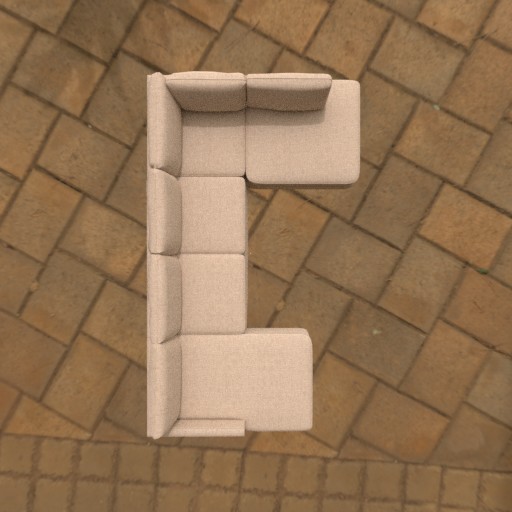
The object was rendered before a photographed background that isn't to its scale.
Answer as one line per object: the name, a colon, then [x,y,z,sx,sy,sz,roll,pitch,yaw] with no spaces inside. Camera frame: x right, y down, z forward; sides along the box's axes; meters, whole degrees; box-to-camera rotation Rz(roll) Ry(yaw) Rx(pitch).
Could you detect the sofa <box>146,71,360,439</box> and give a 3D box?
sofa: [0.000,0.000,4.332,2.021,0.996,3.423,0,90,-1]
